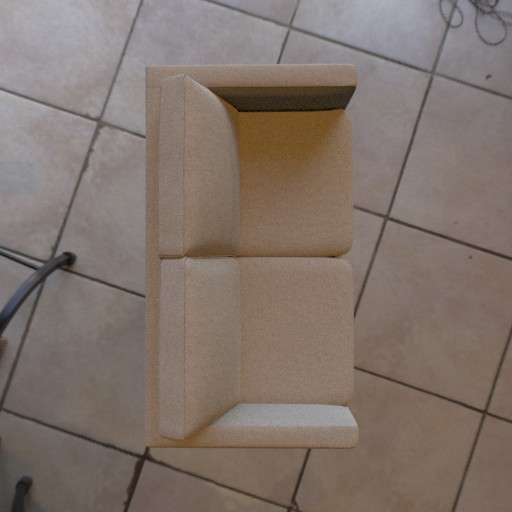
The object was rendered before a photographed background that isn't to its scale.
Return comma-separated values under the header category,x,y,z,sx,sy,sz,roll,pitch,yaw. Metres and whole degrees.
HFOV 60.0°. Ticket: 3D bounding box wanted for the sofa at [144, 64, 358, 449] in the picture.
category,x,y,z,sx,sy,sz,roll,pitch,yaw
sofa,0.000,0.000,2.253,1.000,0.900,1.731,0,89,1
